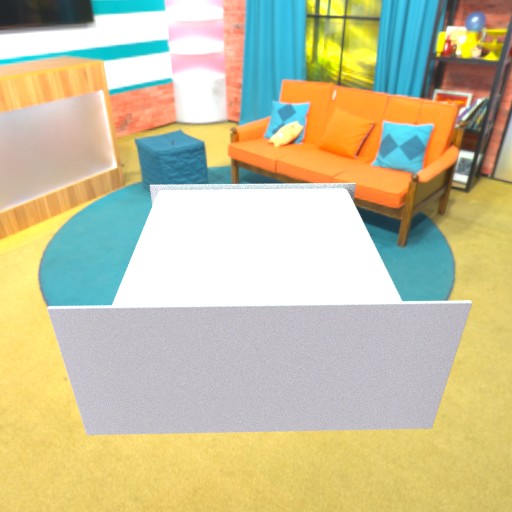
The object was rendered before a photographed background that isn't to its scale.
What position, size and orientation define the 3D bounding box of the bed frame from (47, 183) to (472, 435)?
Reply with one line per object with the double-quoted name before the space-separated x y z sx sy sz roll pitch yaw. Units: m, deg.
"bed frame" 0.000 0.000 2.877 1.720 0.800 2.060 -1 32 -1
